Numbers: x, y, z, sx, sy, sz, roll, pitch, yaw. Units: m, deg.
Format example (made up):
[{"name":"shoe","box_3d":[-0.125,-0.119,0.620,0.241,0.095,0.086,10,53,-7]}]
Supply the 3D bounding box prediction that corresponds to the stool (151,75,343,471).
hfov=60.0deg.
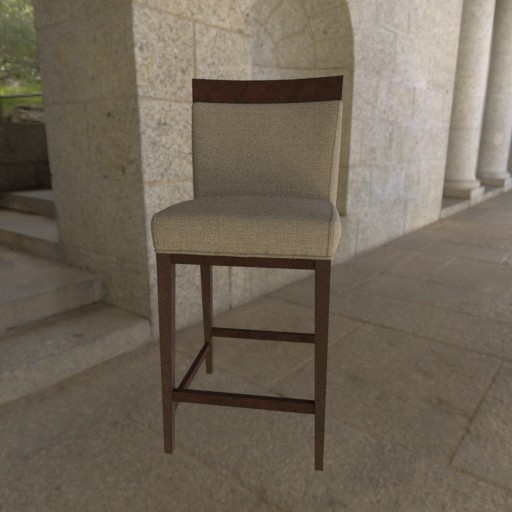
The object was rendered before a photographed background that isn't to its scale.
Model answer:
[{"name":"stool","box_3d":[0.000,0.000,1.409,0.511,1.117,0.531,2,15,9]}]
